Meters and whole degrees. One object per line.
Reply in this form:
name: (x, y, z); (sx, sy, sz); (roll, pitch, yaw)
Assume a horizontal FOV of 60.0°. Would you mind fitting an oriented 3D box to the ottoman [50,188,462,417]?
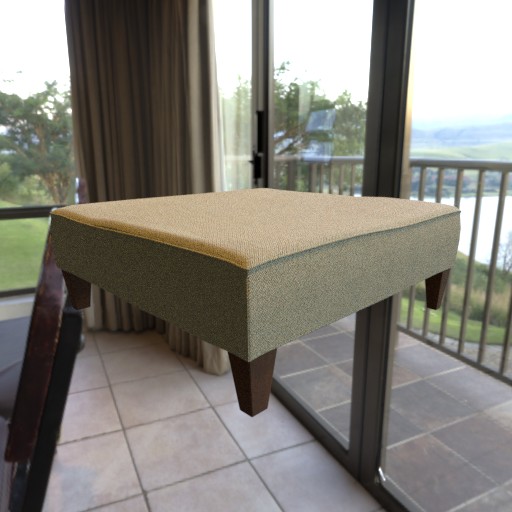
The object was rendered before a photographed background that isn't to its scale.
ottoman: (0.000, 0.000, 1.512); (1.004, 0.379, 0.968); (-13, 19, -43)
